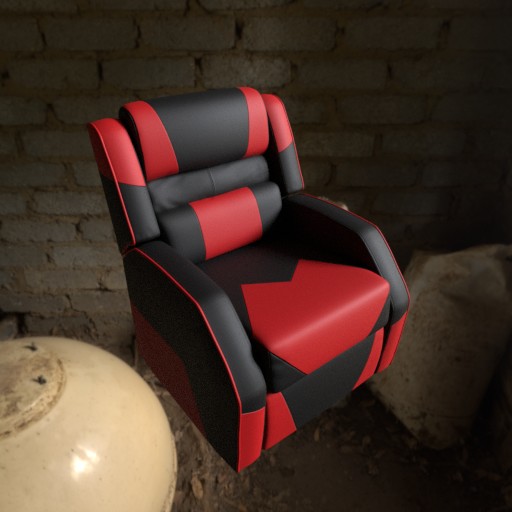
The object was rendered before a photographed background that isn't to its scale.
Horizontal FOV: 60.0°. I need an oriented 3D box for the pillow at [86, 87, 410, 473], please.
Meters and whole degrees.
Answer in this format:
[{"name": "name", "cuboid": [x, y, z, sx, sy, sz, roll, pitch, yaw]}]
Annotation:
[{"name": "pillow", "cuboid": [0.000, 0.000, 1.269, 0.620, 0.805, 0.672, -22, 37, -32]}]
